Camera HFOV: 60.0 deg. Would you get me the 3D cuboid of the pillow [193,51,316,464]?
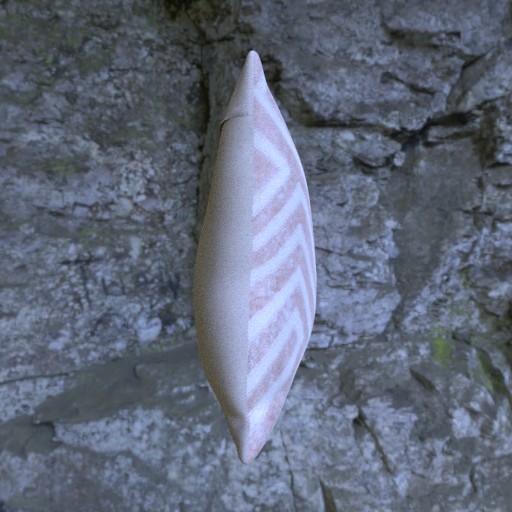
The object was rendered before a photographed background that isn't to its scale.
[{"bbox_3d":[0.000,0.000,0.680,0.182,0.441,0.440,0,0,0],"label":"pillow"}]
